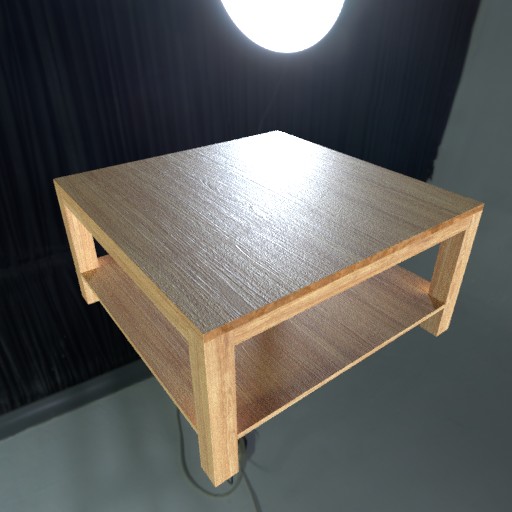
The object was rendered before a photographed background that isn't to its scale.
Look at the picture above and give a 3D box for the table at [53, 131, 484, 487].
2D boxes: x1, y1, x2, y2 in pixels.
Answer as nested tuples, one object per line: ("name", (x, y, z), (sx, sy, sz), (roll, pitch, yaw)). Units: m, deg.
("table", (0.000, 0.000, 1.415), (0.900, 0.450, 0.900), (-21, 37, -31))
